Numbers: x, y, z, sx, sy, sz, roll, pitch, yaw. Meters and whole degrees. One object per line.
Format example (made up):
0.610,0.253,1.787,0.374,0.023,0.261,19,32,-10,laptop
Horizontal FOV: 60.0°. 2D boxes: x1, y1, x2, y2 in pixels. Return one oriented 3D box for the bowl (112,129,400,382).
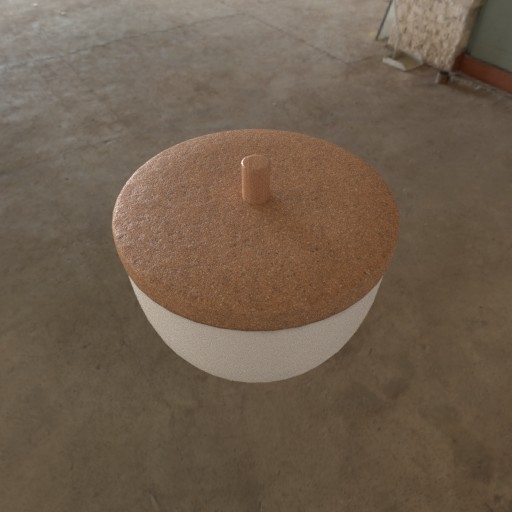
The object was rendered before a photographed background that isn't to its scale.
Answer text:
0.000,0.000,0.223,0.126,0.110,0.126,0,45,0,bowl
